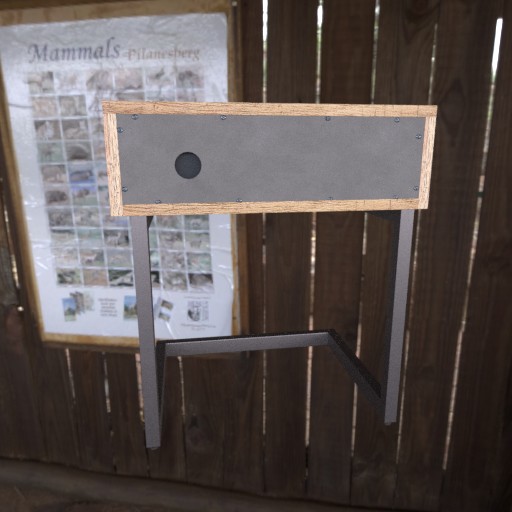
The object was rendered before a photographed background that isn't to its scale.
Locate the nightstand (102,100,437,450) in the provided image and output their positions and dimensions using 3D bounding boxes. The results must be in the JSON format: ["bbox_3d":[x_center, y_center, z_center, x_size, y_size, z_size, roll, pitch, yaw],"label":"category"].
[{"bbox_3d":[0.000,0.000,1.027,0.558,0.632,0.481,-2,14,-9],"label":"nightstand"}]
